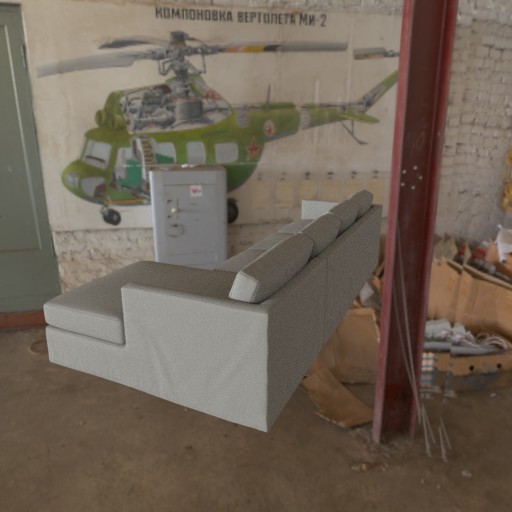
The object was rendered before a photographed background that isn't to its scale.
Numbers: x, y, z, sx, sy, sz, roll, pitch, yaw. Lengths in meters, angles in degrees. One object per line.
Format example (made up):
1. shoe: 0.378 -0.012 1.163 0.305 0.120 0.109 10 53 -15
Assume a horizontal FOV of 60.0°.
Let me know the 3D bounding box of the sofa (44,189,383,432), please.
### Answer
1. sofa: 0.000 0.000 3.907 1.622 0.867 3.177 8 19 24
